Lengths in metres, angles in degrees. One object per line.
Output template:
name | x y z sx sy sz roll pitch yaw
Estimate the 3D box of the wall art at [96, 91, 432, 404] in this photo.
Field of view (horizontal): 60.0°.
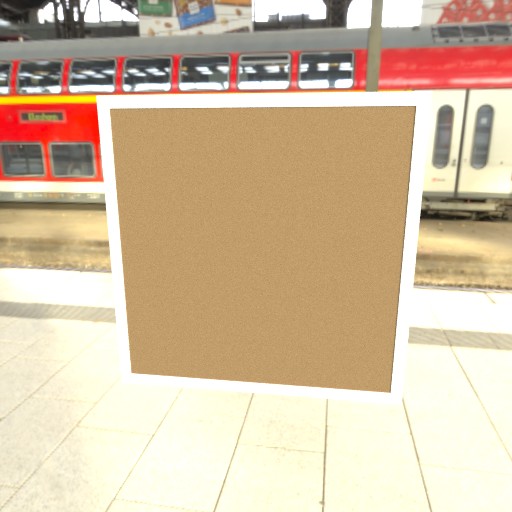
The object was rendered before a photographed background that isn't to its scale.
wall art | 0.000 0.000 1.178 0.812 0.812 0.015 2 15 8
